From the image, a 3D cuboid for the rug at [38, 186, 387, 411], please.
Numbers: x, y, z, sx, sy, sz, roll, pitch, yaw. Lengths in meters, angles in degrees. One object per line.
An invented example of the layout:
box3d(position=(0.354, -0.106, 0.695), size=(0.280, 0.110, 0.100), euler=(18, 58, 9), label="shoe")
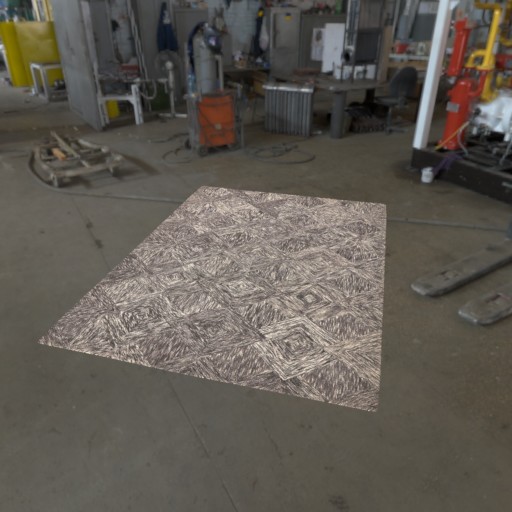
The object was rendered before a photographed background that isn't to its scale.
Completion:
box3d(position=(0.000, 0.000, 5.335), size=(2.997, 0.020, 4.093), euler=(8, 31, 13), label="rug")
